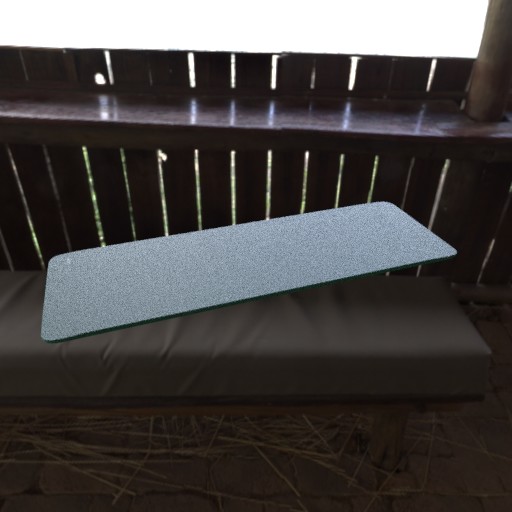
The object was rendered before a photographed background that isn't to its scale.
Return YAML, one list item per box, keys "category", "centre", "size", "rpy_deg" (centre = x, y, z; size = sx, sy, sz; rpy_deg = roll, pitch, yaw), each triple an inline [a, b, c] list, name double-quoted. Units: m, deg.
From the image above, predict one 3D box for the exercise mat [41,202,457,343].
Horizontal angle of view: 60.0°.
- category: "exercise mat"
  centre: [0.000, 0.000, 2.107]
  size: [1.869, 0.021, 0.616]
  rpy_deg: [-11, 34, -16]
